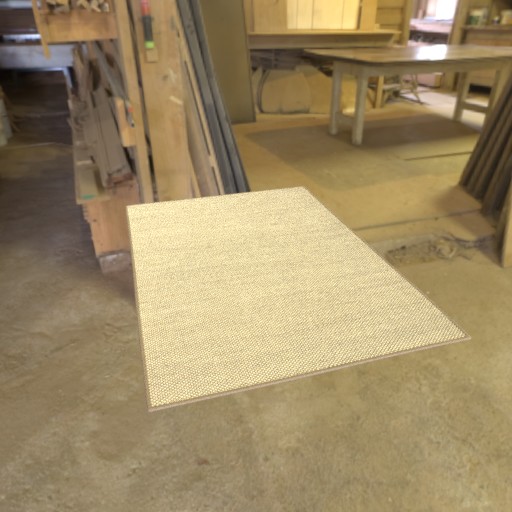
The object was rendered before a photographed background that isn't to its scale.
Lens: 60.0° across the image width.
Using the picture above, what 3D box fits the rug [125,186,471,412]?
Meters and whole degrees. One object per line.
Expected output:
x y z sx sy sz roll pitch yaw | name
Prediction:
0.000 0.000 2.789 1.517 0.013 2.115 -8 31 -14 | rug
